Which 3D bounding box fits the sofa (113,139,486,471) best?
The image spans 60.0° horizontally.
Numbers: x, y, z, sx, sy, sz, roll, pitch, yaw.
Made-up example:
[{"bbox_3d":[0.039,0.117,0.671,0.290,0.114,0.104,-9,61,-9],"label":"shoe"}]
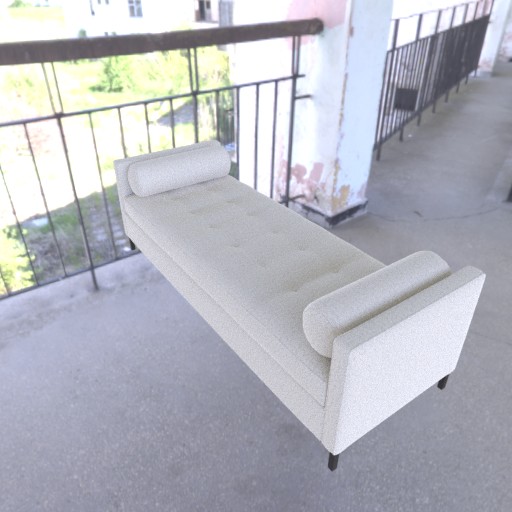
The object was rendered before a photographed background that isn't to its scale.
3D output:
[{"bbox_3d":[0.000,0.000,2.312,0.746,0.641,1.985,-21,38,-29],"label":"sofa"}]
